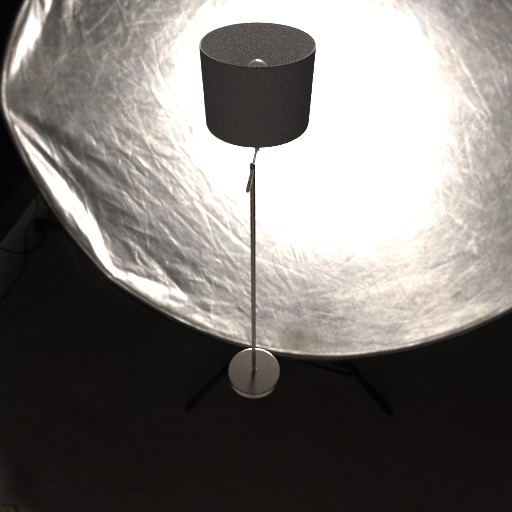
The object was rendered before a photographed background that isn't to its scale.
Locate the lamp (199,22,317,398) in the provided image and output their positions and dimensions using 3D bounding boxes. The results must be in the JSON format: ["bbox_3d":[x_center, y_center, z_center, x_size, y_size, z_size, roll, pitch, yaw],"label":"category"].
[{"bbox_3d":[0.000,0.000,1.765,0.324,1.600,0.416,4,46,4],"label":"lamp"}]
